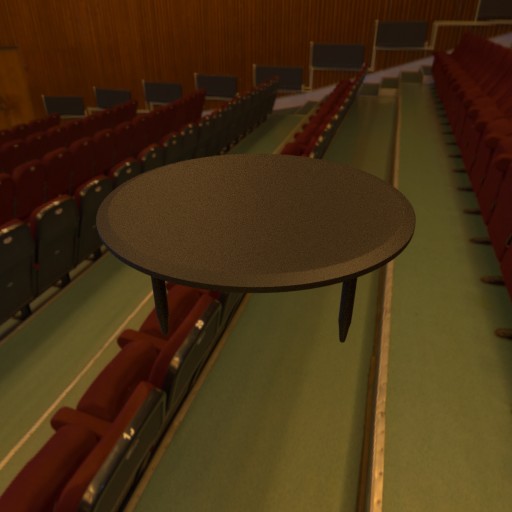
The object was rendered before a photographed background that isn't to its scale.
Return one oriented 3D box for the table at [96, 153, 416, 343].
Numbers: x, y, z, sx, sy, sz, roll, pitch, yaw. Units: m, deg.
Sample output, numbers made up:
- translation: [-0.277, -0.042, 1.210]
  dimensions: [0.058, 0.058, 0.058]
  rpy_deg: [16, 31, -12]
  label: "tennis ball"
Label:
- translation: [0.000, 0.000, 1.402]
  dimensions: [0.900, 0.400, 0.900]
  rpy_deg: [0, 30, 0]
  label: "table"
